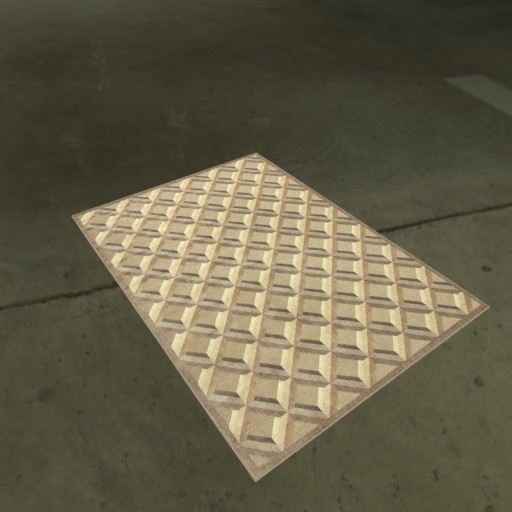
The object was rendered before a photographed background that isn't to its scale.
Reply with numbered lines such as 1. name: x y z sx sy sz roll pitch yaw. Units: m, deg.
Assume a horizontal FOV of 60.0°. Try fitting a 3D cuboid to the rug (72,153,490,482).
1. rug: 0.000 0.000 4.132 2.382 0.018 3.294 -25 47 -26
